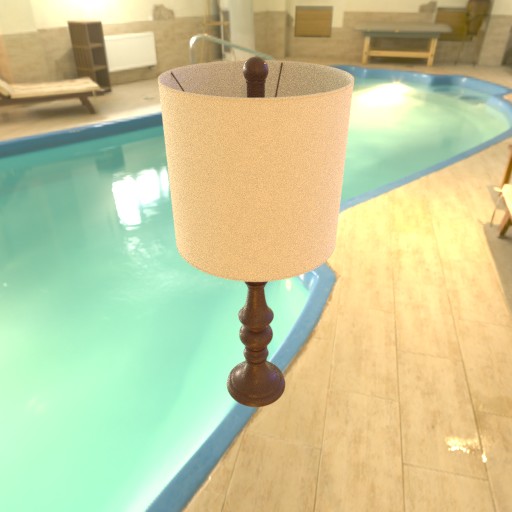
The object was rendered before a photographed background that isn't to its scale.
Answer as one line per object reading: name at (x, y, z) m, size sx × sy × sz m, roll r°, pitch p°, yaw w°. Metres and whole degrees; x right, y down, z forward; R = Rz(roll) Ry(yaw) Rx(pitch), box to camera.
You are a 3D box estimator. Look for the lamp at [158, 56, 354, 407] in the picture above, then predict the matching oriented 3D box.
lamp at (0.000, 0.000, 0.721) m, size 0.250 × 0.597 × 0.250 m, roll 10°, pitch 34°, yaw 16°
